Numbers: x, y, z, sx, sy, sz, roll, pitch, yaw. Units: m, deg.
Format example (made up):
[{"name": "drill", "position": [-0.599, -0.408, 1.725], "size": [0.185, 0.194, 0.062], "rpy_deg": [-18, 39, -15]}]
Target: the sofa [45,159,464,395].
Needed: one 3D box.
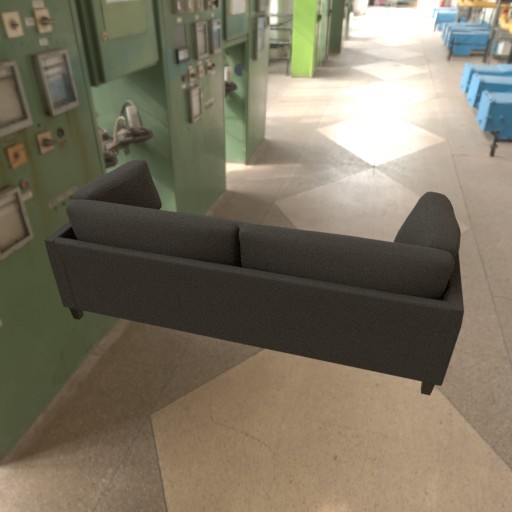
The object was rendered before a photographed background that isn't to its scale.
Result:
[{"name": "sofa", "position": [0.000, 0.000, 2.755], "size": [2.312, 0.792, 0.969], "rpy_deg": [9, 33, 14]}]
